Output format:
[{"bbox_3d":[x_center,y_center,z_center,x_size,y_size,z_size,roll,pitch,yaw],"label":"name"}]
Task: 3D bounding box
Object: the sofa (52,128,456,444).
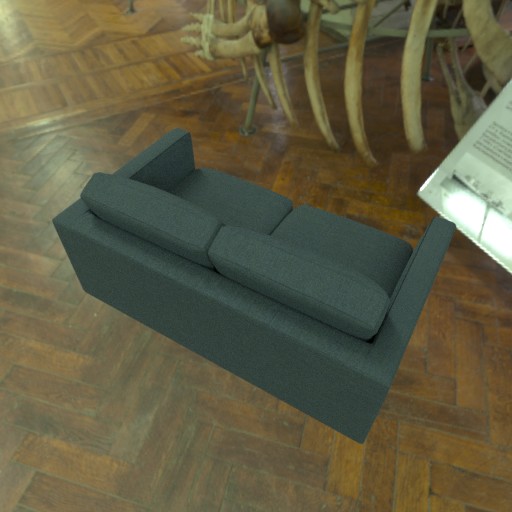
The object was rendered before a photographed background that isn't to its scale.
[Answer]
[{"bbox_3d":[0.000,0.000,2.280,1.659,0.907,0.999,23,51,20],"label":"sofa"}]
